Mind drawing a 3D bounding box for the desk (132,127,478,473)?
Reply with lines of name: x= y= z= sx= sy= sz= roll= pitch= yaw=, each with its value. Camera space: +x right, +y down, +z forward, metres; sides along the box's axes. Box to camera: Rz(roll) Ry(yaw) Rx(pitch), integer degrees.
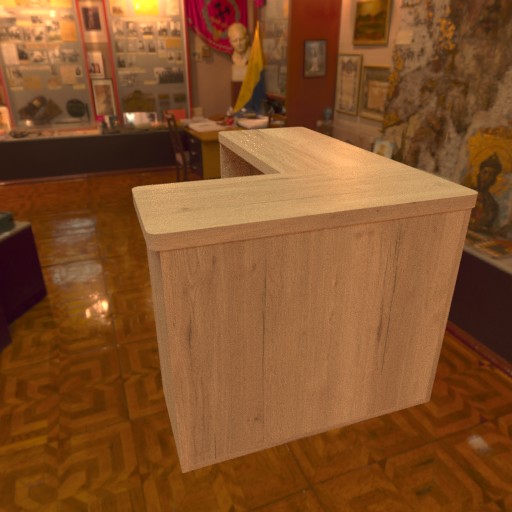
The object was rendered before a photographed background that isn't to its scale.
desk: x=0.000 y=0.000 z=1.735 sx=0.900 sy=0.760 sz=1.169 roll=-9 pitch=27 yaw=-17
